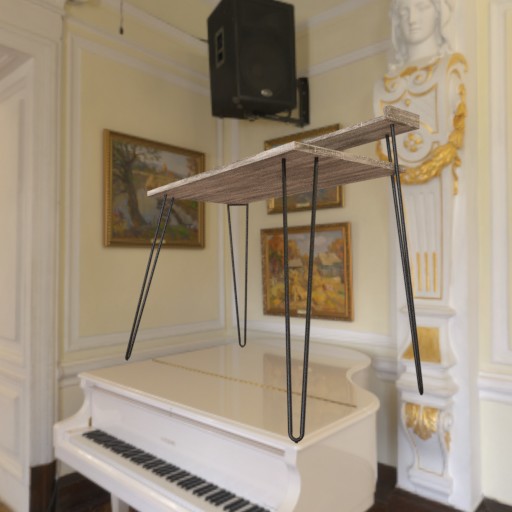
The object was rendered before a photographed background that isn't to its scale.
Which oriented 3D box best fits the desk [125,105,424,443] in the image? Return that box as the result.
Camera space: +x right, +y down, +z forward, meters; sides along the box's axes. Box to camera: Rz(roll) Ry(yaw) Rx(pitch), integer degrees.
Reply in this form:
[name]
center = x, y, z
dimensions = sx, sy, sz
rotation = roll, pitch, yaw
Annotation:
[desk]
center = 0.000, 0.000, 1.664
dimensions = 0.605, 0.899, 1.135
rotation = 1, -1, -36
